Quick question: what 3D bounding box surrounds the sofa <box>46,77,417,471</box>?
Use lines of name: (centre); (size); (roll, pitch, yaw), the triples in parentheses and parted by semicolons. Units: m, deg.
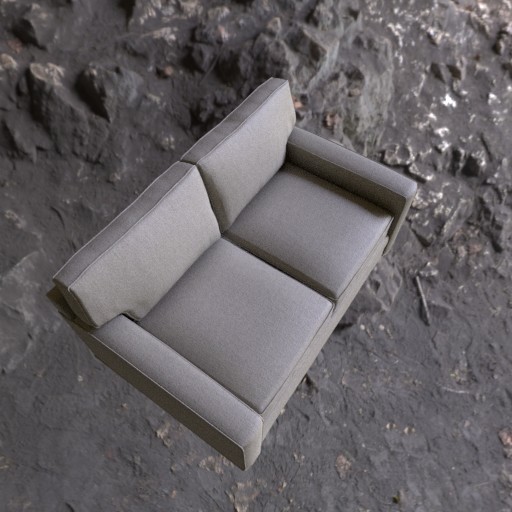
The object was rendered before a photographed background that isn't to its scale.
sofa: (0.000, 0.000, 2.073); (0.940, 0.853, 1.484); (30, 62, 18)
